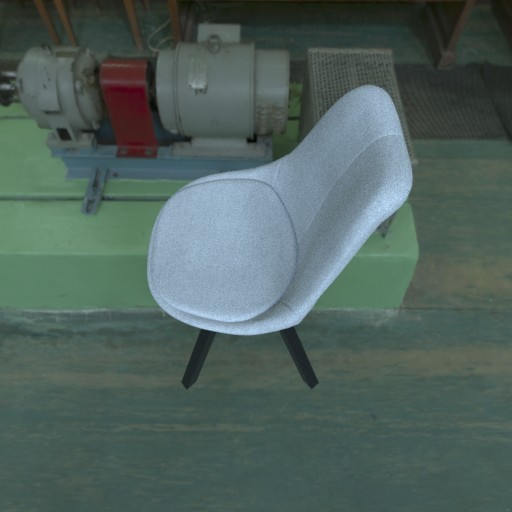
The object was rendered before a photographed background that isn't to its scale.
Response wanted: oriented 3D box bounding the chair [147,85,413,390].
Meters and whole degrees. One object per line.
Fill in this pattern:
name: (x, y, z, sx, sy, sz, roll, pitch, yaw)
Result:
chair: (0.000, 0.000, 1.160, 0.550, 0.850, 0.485, -1, 59, -1)
